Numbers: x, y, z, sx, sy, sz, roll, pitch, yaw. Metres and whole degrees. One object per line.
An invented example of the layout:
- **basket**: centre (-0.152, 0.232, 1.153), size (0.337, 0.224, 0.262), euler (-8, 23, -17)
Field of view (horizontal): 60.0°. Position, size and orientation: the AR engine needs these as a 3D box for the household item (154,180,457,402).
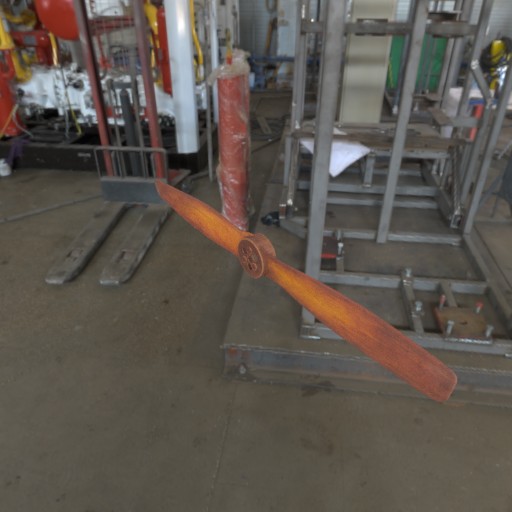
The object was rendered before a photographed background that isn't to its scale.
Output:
- **household item**: centre (0.000, 0.000, 1.209), size (0.051, 0.121, 1.181), euler (-22, 38, -31)
